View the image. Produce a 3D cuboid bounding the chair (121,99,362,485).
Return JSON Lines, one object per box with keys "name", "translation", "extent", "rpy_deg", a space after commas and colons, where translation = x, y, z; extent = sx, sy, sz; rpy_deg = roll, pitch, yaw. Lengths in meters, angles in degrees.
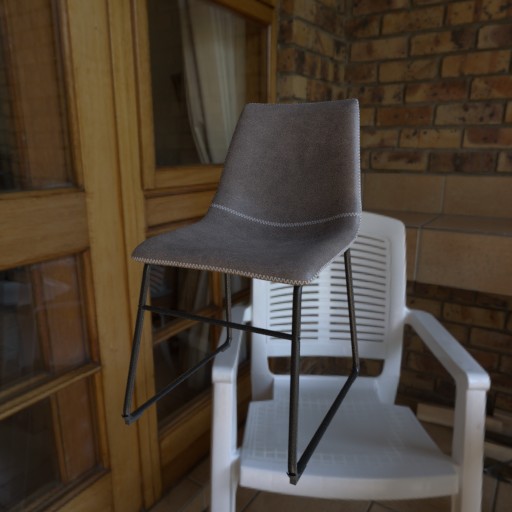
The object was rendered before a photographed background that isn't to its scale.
{"name": "chair", "translation": [0.000, 0.000, 1.117], "extent": [0.460, 0.780, 0.550], "rpy_deg": [7, 16, 26]}
